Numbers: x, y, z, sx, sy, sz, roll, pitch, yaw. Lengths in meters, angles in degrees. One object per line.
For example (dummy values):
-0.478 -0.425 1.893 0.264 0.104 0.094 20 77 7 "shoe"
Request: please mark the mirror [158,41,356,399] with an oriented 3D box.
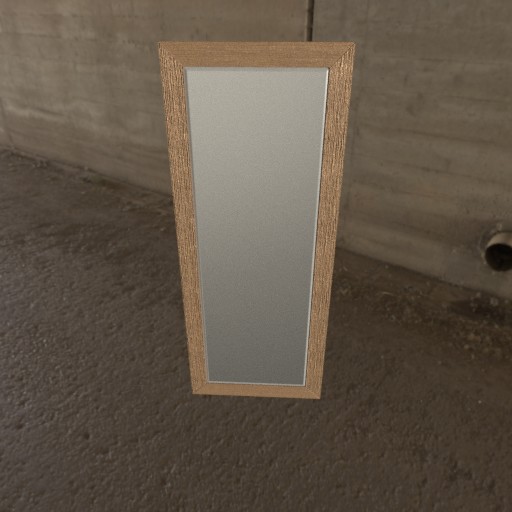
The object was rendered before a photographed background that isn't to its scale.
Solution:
0.000 0.000 2.328 0.812 2.031 0.026 1 29 3 "mirror"
